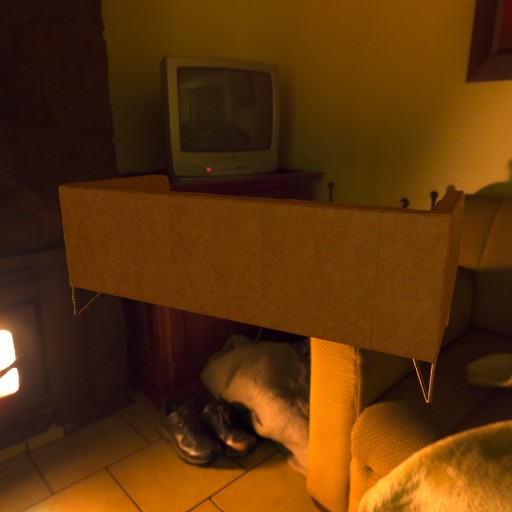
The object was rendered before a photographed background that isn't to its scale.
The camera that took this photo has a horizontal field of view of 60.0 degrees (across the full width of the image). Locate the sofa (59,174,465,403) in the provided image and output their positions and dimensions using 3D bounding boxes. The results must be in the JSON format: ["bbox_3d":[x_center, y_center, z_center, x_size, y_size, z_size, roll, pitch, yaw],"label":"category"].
[{"bbox_3d":[0.000,0.000,2.528,2.079,0.798,0.912,8,17,26],"label":"sofa"}]
